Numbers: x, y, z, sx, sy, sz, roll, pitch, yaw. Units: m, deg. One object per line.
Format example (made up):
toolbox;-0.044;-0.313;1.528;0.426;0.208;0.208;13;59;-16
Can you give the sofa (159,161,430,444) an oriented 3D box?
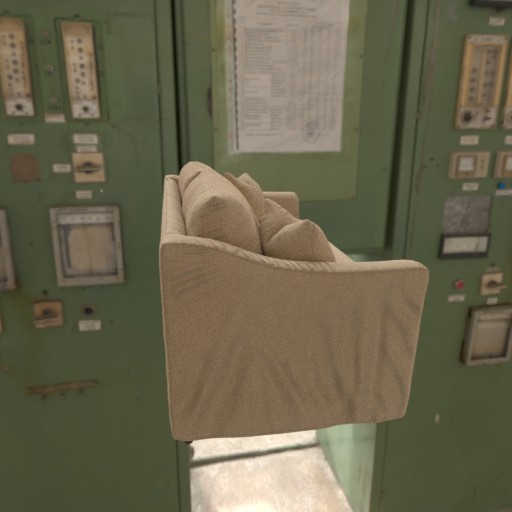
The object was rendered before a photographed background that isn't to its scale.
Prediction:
sofa;0.000;0.000;2.635;1.072;1.018;2.010;-3;17;-10
